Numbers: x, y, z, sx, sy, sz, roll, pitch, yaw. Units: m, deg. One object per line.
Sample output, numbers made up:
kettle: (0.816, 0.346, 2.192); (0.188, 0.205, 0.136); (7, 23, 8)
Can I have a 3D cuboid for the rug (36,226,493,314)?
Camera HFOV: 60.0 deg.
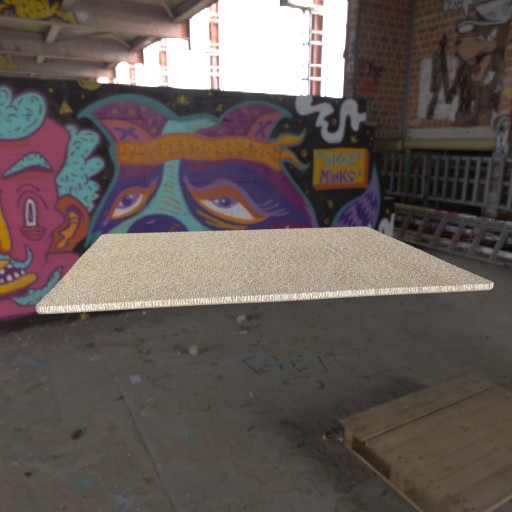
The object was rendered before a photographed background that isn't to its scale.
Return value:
rug: (0.000, 0.000, 2.086); (1.600, 0.027, 1.200); (-2, 14, -9)
